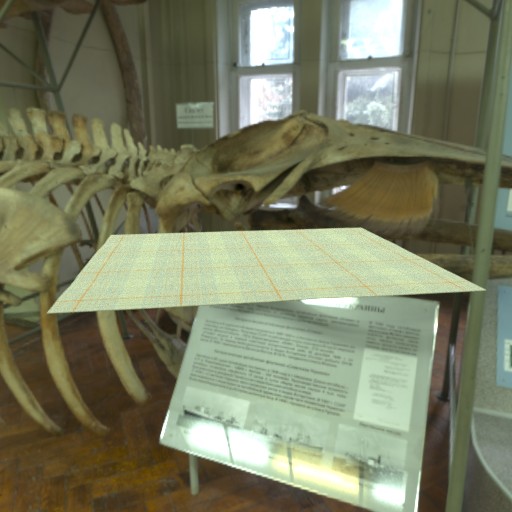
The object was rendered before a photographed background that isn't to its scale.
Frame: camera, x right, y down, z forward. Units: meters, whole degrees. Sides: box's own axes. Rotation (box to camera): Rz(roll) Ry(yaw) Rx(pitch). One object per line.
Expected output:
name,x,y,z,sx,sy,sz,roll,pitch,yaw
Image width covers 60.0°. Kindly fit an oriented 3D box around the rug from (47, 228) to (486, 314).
rug,0.000,0.000,4.197,3.051,0.021,2.448,-2,15,-8
